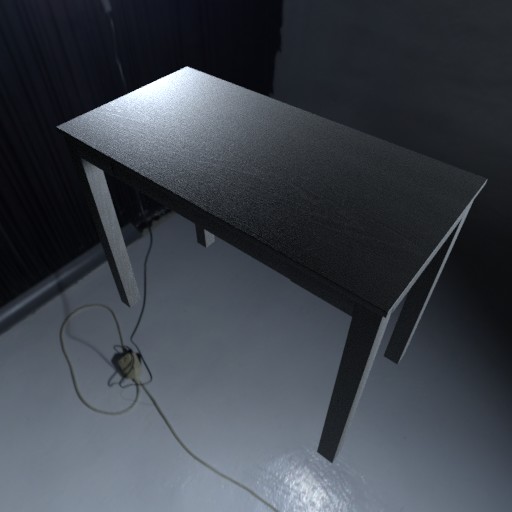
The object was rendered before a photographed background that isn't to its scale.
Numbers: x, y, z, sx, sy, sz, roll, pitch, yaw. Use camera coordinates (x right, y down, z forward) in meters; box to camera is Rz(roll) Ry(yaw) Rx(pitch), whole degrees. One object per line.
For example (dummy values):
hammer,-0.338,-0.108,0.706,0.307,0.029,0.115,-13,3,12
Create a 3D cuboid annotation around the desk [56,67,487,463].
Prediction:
desk,0.000,0.000,1.393,0.991,0.762,0.499,30,53,26
